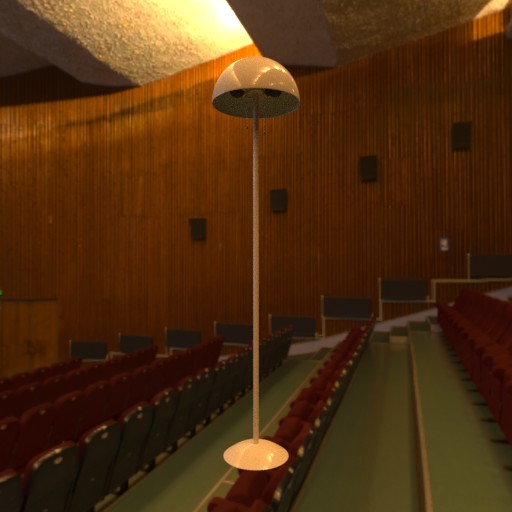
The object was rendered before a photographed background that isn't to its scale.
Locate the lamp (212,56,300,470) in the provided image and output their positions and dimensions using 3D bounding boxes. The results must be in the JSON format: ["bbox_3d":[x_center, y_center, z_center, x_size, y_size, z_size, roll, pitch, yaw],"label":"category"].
[{"bbox_3d":[0.000,0.000,1.654,0.328,1.480,0.328,0,0,18],"label":"lamp"}]
